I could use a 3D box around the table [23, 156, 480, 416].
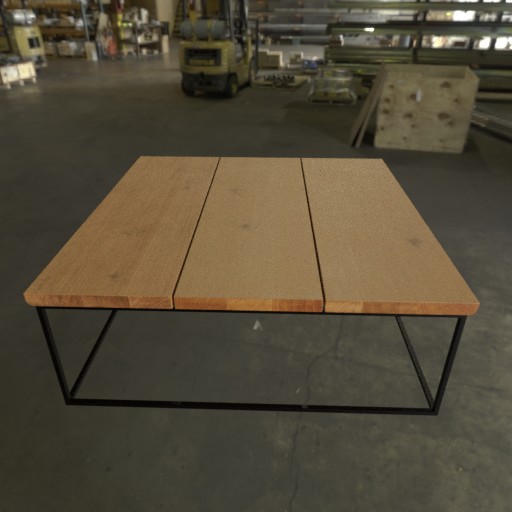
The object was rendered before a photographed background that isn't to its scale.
[{"bbox_3d":[0.000,0.000,1.642,1.100,0.400,1.100,1,30,2],"label":"table"}]
